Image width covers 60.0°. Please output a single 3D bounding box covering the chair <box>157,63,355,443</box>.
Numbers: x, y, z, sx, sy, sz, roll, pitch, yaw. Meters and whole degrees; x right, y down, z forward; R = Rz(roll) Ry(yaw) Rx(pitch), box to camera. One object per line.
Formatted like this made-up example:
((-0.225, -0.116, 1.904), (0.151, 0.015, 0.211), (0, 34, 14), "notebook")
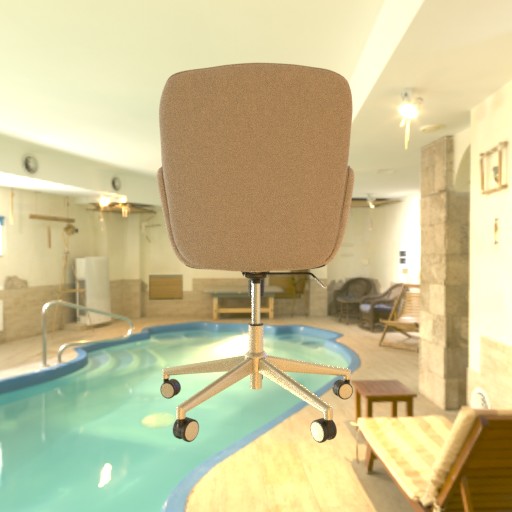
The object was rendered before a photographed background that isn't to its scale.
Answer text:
((0.000, 0.000, 1.412), (0.648, 0.959, 0.654), (0, 0, 1), "chair")
